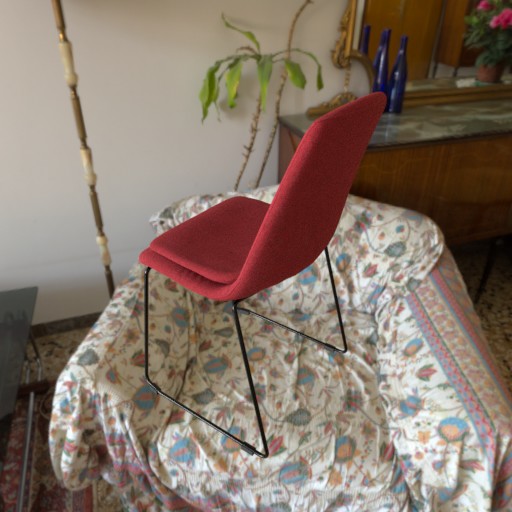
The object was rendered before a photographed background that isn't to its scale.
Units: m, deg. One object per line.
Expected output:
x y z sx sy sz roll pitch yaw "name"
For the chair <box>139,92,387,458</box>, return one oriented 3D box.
0.000 0.000 1.165 0.518 0.858 0.479 20 36 29 "chair"
